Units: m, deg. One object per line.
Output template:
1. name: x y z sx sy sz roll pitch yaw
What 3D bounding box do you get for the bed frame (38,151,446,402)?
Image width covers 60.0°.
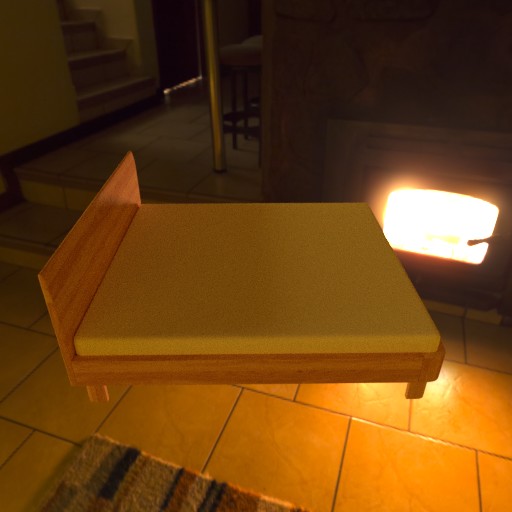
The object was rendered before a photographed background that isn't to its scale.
1. bed frame: 0.000 0.000 3.150 2.092 0.940 1.872 0 31 -1
